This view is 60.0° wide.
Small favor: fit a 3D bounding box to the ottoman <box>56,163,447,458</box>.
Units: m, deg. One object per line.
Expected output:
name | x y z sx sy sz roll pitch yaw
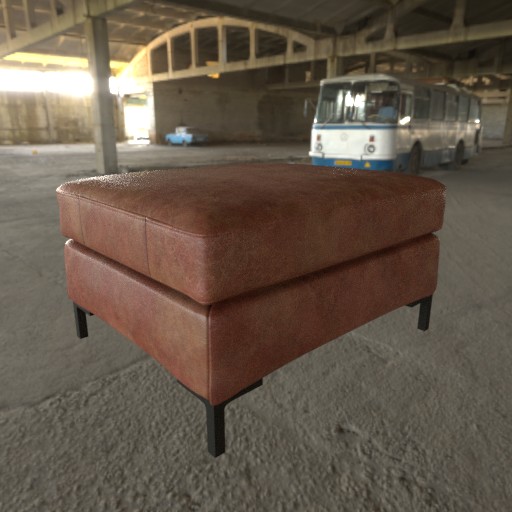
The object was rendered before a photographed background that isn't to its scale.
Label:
ottoman | 0.000 0.000 1.754 1.186 0.667 0.965 -15 22 -40
